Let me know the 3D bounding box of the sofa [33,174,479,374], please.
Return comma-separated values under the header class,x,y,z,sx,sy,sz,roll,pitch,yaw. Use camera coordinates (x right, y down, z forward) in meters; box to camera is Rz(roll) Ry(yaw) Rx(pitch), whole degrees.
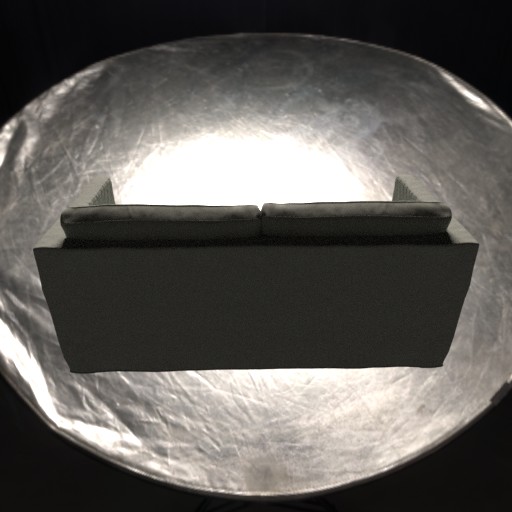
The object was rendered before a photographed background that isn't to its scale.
class,x,y,z,sx,sy,sz,roll,pitch,yaw
sofa,0.000,0.000,2.464,1.987,0.870,0.940,-1,30,-1
